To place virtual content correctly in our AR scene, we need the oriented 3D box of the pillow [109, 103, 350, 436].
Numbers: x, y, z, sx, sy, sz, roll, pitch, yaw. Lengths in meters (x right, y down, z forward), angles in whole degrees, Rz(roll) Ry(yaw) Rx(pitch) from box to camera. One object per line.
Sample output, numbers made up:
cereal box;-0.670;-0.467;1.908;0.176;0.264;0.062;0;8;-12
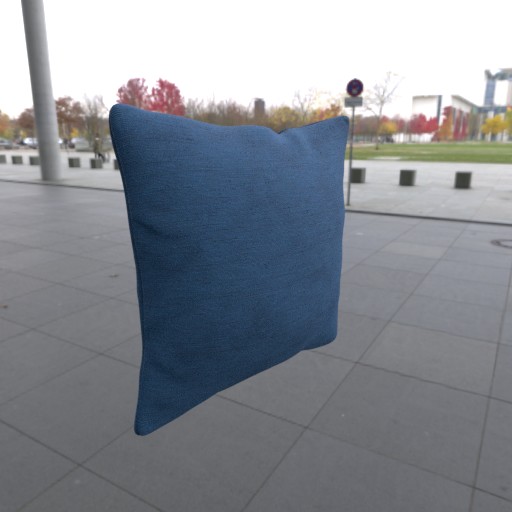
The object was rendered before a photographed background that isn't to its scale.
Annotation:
pillow;0.000;0.000;0.672;0.437;0.420;0.177;-14;20;-42
